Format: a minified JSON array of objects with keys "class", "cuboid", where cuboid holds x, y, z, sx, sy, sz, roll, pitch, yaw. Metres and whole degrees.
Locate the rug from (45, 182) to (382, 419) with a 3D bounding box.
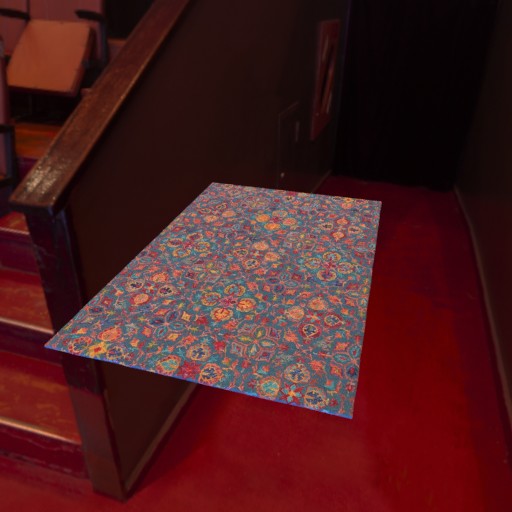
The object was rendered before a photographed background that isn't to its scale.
[{"class":"rug","cuboid":[0.000,0.000,2.372,1.216,0.014,1.836,9,32,14]}]
